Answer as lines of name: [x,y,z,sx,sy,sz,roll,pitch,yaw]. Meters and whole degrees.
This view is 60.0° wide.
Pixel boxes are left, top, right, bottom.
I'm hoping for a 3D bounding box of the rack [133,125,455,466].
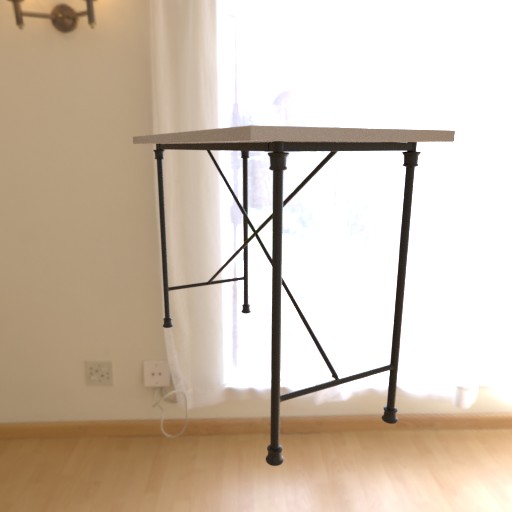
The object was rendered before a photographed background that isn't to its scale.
rack: [0.000,0.000,1.659,0.613,0.880,1.159,-7,15,-26]
